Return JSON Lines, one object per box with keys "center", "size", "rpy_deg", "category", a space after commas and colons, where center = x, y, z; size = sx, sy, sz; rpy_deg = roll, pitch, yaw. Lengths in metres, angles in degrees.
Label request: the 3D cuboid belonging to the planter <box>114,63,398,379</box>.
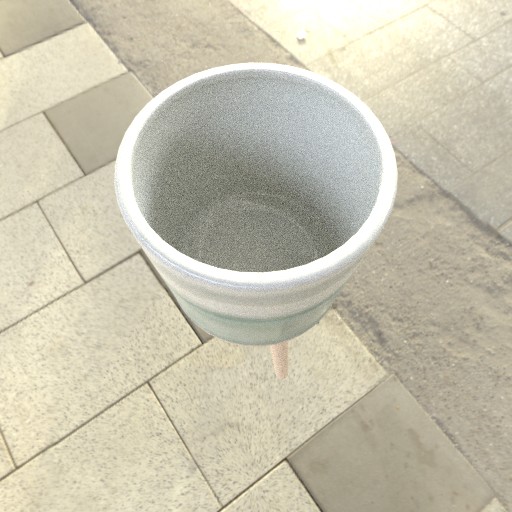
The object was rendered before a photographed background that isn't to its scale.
{"center": [0.000, 0.000, 0.594], "size": [0.265, 0.404, 0.265], "rpy_deg": [-35, 68, -16], "category": "planter"}
